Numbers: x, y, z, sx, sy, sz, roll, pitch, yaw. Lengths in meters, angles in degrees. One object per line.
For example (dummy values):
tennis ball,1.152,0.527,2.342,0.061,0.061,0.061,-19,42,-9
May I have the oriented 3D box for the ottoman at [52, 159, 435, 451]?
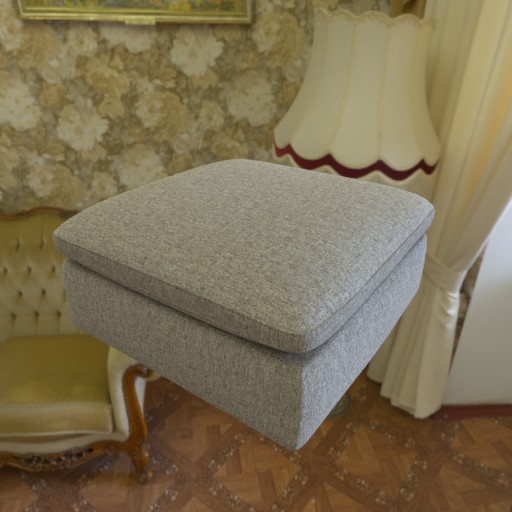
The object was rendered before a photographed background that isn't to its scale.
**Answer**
ottoman,0.000,0.000,1.660,1.035,0.526,1.039,18,33,31
